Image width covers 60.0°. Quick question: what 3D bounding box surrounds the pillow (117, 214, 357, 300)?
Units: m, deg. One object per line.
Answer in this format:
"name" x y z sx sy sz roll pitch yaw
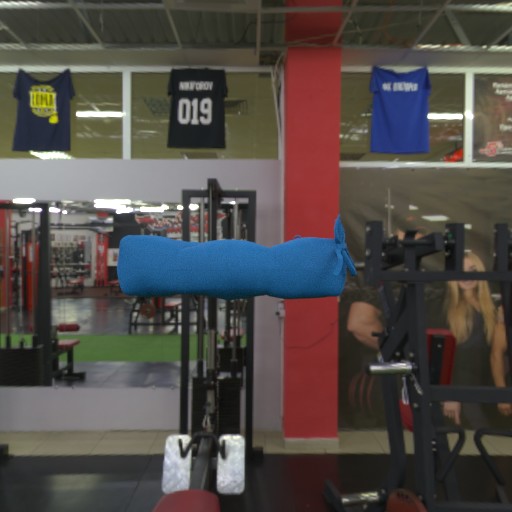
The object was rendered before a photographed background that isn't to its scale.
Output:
"pillow" 0.000 0.000 1.384 0.511 0.174 1.194 0 1 2
